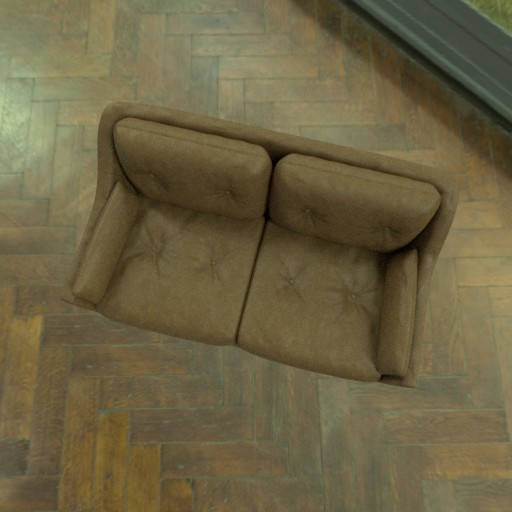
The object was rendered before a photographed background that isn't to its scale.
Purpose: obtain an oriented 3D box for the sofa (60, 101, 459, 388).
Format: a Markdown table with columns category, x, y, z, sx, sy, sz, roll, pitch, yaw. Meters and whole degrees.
| category | x | y | z | sx | sy | sz | roll | pitch | yaw |
| --- | --- | --- | --- | --- | --- | --- | --- | --- | --- |
| sofa | 0.000 | 0.000 | 2.264 | 1.731 | 0.886 | 0.981 | 13 | 76 | 3 |
